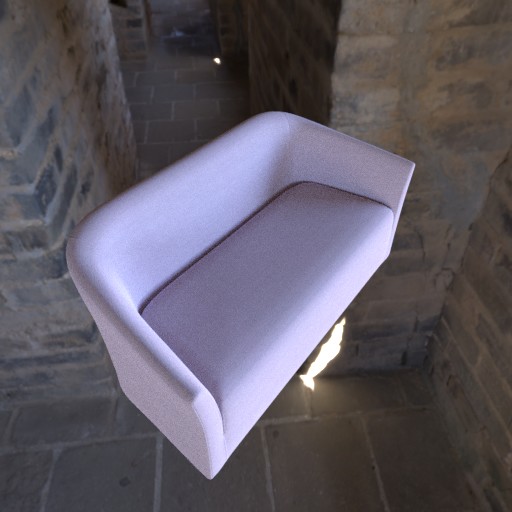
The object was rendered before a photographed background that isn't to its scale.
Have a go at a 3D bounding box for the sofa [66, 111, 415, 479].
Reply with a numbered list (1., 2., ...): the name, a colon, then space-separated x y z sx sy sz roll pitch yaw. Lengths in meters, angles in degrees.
1. sofa: 0.000 0.000 1.831 0.705 0.721 1.452 27 49 26
